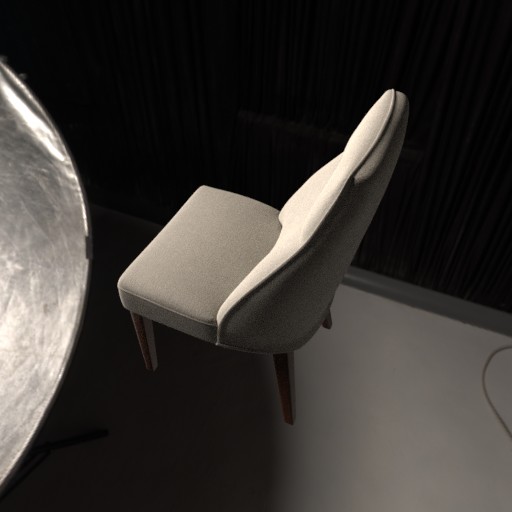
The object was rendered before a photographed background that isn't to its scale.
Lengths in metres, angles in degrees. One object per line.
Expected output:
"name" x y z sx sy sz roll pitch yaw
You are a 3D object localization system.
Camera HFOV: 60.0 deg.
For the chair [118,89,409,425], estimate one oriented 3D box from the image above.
"chair" 0.000 0.000 1.253 0.620 0.930 0.500 17 47 16
